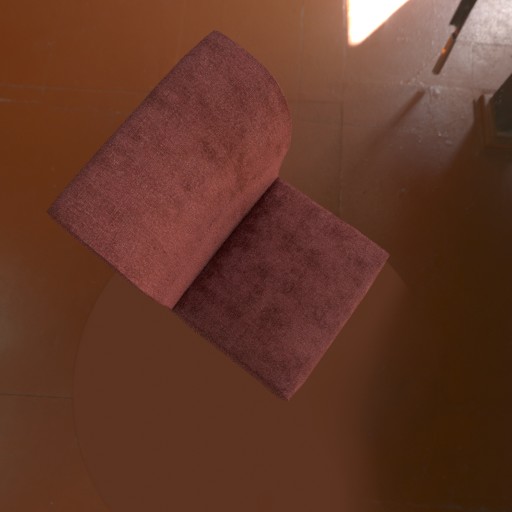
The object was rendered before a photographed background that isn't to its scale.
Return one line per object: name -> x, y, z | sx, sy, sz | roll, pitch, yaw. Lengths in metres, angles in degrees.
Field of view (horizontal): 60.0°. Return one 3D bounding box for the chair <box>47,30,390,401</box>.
chair -> 0.000, 0.000, 1.241 | 0.640, 0.846, 0.538 | 37, 78, 9
